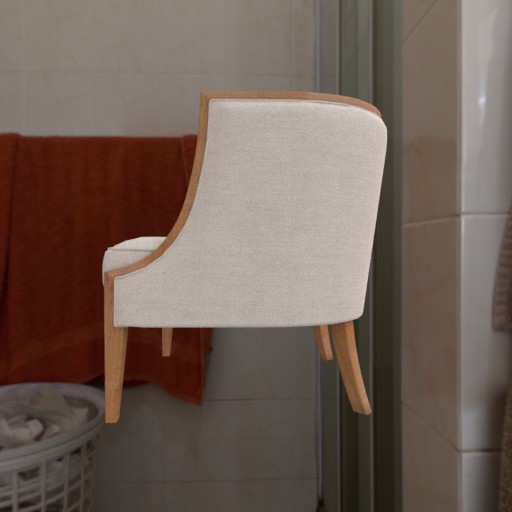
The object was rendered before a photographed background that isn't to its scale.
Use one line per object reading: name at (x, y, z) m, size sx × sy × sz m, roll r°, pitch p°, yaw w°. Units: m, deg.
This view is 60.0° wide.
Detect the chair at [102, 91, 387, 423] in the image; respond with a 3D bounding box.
chair at (0.000, 0.000, 1.373) m, size 0.757 × 0.775 × 0.711 m, roll 0°, pitch 1°, yaw 0°
